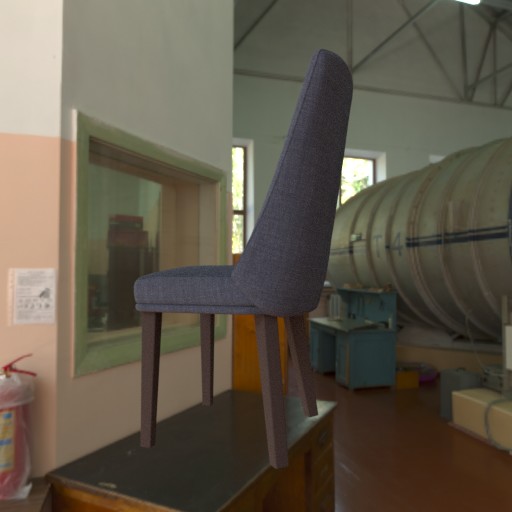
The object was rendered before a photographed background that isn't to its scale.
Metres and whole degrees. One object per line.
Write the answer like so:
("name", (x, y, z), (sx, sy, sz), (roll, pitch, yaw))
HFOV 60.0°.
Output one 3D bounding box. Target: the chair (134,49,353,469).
("chair", (0.000, 0.000, 1.341), (0.577, 1.050, 0.510), (-1, -2, 18))
